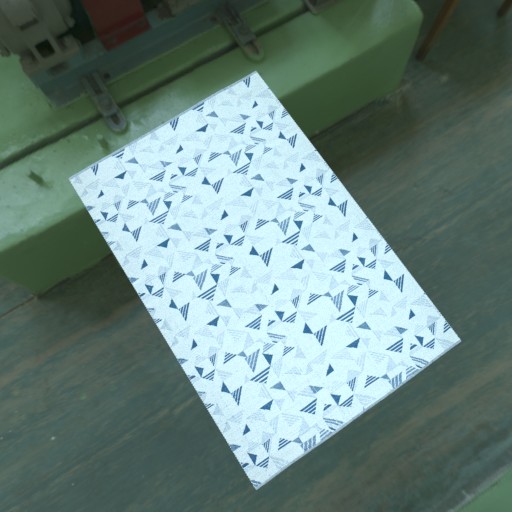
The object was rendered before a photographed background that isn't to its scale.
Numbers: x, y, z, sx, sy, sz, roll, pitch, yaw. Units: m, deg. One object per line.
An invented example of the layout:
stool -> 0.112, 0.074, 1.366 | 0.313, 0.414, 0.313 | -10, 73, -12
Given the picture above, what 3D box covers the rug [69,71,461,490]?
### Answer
rug -> 0.000, 0.000, 2.274 | 1.206, 0.003, 1.835 | -33, 78, -8
